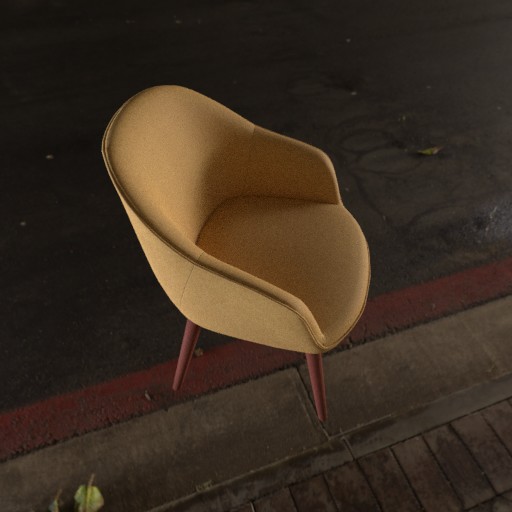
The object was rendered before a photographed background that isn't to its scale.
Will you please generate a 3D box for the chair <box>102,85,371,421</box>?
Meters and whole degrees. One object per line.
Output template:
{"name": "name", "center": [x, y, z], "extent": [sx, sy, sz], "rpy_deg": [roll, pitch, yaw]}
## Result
{"name": "chair", "center": [0.000, 0.000, 1.244], "extent": [0.635, 0.823, 0.596], "rpy_deg": [9, 46, 9]}
